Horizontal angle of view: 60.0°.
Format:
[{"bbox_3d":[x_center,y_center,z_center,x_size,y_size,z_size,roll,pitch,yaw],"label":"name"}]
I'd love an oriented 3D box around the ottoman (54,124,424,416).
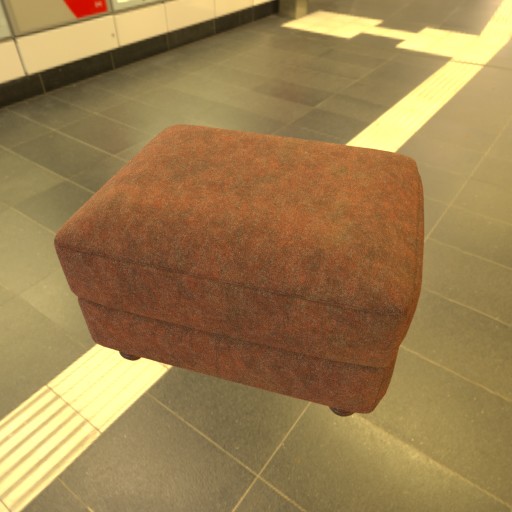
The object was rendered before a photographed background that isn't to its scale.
[{"bbox_3d":[0.000,0.000,1.174,0.787,0.508,0.635,11,42,13],"label":"ottoman"}]
